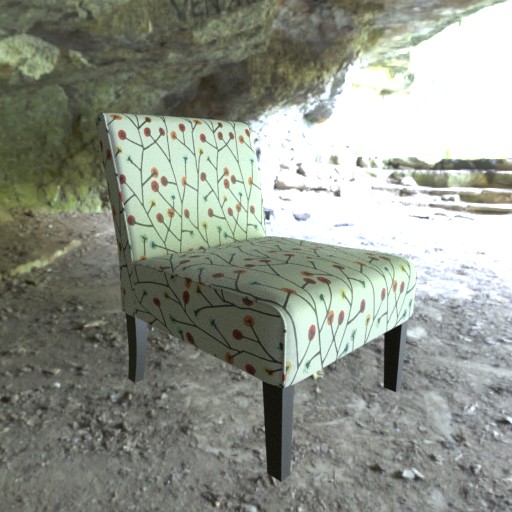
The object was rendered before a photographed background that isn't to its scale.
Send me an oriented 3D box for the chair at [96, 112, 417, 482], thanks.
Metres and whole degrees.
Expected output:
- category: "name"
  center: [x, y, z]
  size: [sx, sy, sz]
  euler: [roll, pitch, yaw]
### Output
- category: "chair"
  center: [0.000, 0.000, 1.297]
  size: [0.732, 0.813, 0.597]
  euler: [12, 18, 43]
